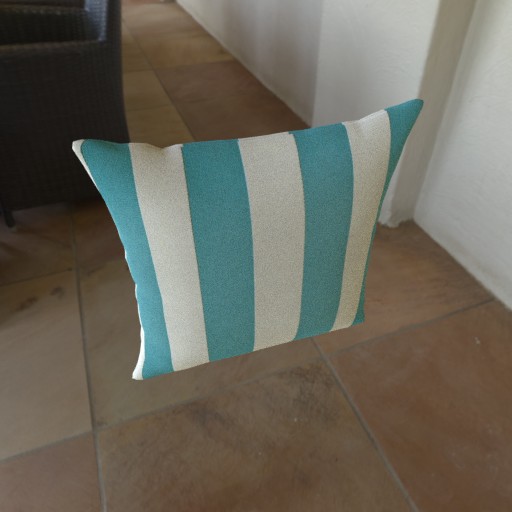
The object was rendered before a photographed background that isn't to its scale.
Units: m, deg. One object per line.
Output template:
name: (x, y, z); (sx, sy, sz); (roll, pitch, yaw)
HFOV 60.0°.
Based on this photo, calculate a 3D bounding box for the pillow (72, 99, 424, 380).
pillow: (0.000, 0.000, 0.804); (0.536, 0.526, 0.189); (-12, 43, -13)
